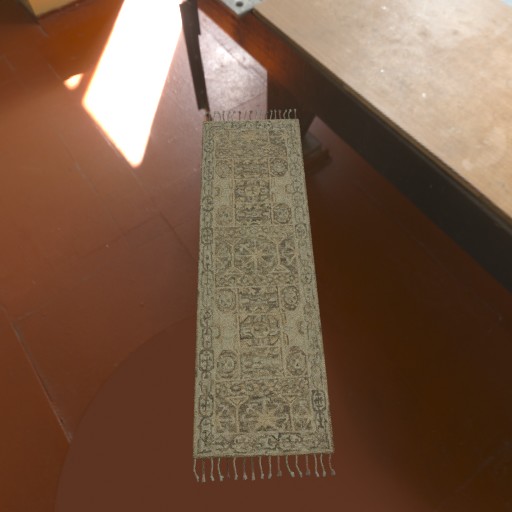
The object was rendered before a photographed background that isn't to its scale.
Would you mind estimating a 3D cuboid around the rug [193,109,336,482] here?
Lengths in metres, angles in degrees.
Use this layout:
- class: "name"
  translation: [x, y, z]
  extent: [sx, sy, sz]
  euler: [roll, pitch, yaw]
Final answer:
- class: "rug"
  translation: [0.000, 0.000, 2.951]
  extent: [0.762, 0.011, 2.664]
  euler: [-2, 62, -1]
